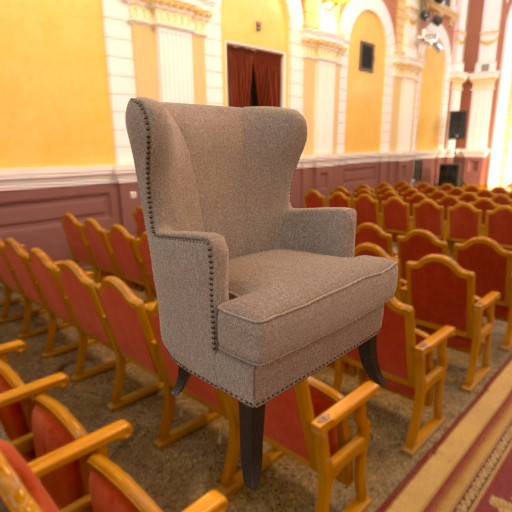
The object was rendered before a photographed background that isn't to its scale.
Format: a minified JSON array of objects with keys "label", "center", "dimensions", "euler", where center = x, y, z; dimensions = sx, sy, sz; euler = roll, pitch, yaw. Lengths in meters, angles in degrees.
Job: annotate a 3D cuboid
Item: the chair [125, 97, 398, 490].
[{"label":"chair","center":[0.000,0.000,1.579],"dimensions":[0.758,1.060,0.759],"euler":[14,20,42]}]
